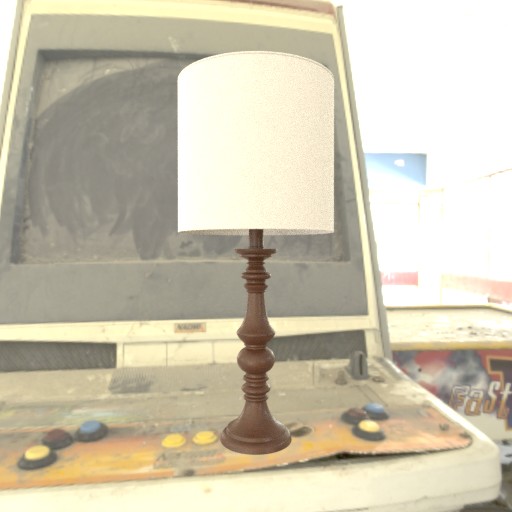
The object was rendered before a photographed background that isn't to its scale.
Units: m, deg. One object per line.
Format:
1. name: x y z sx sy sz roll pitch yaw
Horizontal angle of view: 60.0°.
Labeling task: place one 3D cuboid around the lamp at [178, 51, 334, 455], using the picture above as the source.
1. lamp: 0.000 0.000 0.721 0.250 0.597 0.250 0 1 18
